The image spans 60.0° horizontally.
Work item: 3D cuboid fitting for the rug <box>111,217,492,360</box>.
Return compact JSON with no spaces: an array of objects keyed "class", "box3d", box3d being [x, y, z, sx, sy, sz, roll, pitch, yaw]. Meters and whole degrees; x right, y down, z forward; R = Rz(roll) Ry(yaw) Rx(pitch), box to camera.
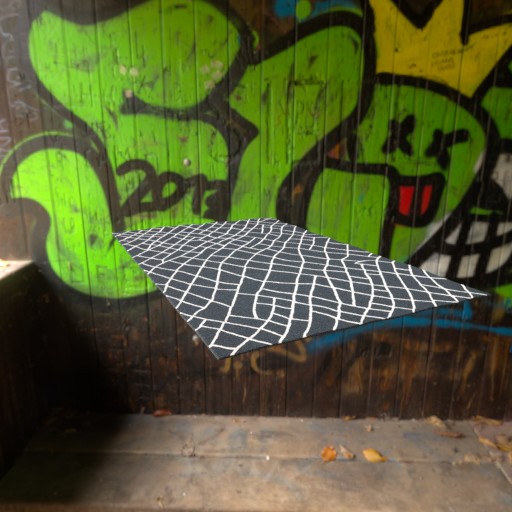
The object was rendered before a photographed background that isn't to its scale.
[{"class":"rug","box3d":[0.000,0.000,3.030,1.529,0.017,2.448,-8,17,-25]}]
